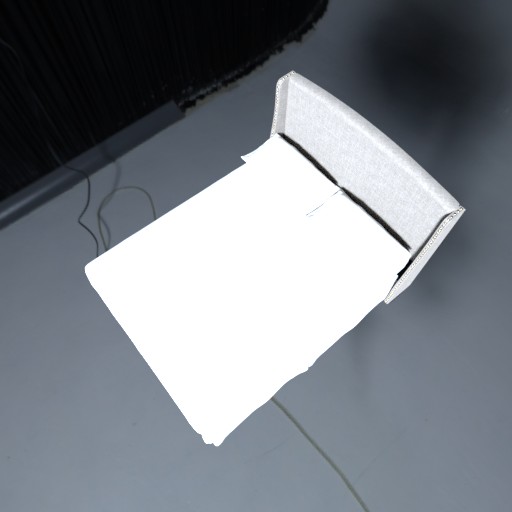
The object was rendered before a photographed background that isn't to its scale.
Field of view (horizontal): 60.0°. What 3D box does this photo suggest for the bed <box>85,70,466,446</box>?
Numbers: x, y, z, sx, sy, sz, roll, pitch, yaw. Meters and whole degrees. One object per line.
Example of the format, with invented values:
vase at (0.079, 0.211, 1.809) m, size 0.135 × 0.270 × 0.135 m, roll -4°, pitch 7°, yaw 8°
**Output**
bed at (0.000, 0.000, 3.444) m, size 2.237 × 1.407 × 1.710 m, roll -36°, pitch 68°, yaw -17°
